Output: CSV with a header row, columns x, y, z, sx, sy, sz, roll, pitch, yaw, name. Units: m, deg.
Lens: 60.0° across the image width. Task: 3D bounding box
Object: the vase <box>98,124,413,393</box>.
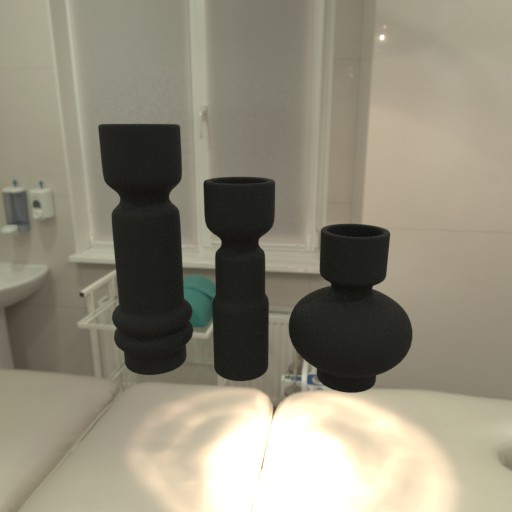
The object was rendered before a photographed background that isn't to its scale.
x,y,z,sx,sy,sz,roll,pitch,yaw,name
0.000,0.000,0.436,0.307,0.249,0.120,3,16,9,vase
